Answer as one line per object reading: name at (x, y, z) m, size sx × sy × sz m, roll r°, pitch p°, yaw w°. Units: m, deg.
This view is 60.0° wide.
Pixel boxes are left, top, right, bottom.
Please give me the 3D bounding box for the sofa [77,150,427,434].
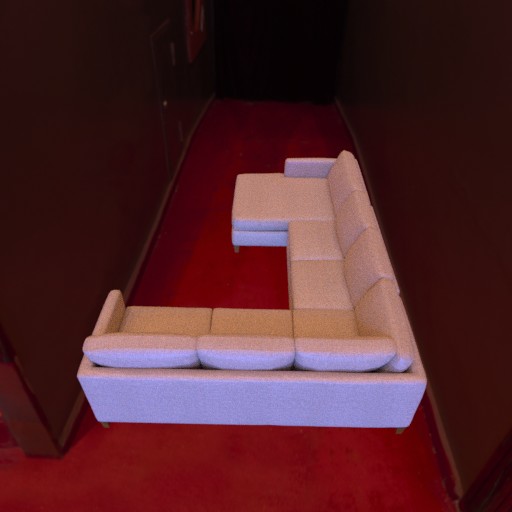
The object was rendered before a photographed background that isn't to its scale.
sofa at (0.000, 0.000, 4.681) m, size 2.594 × 0.961 × 3.460 m, roll 1°, pitch 40°, yaw 1°
